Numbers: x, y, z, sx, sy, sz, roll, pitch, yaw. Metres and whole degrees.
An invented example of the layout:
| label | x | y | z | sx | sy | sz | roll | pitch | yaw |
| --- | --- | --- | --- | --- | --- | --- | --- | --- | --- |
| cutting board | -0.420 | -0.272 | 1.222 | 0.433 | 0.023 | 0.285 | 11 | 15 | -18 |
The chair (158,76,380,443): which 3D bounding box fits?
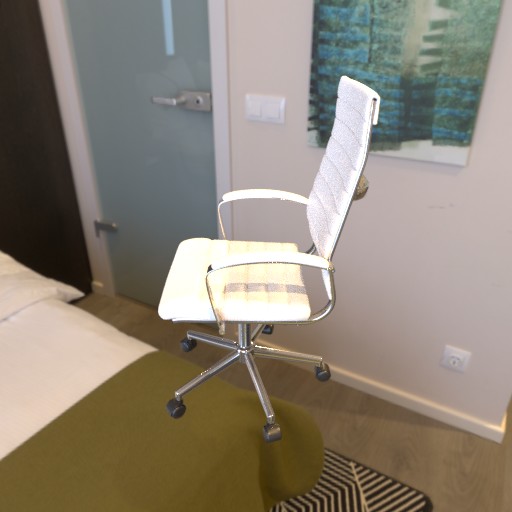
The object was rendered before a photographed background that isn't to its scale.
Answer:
| label | x | y | z | sx | sy | sz | roll | pitch | yaw |
| --- | --- | --- | --- | --- | --- | --- | --- | --- | --- |
| chair | 0.000 | 0.000 | 1.574 | 0.679 | 1.149 | 0.679 | 0 | 28 | 0 |
